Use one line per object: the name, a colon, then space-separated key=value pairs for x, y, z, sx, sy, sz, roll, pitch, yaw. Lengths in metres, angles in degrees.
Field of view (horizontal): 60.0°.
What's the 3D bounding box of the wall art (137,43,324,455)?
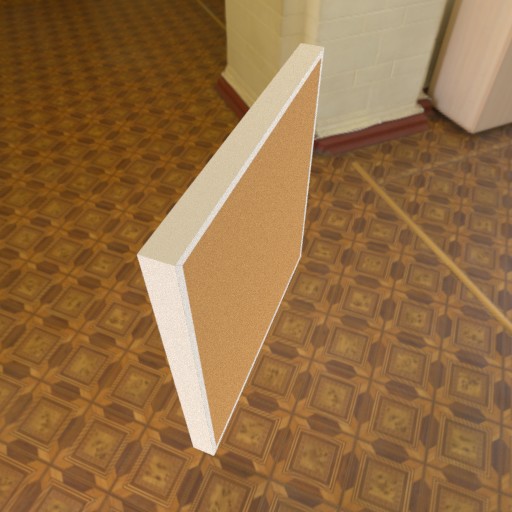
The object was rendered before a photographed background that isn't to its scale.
wall art: x=0.000 y=0.000 z=0.757 sx=0.040 sy=0.509 sz=0.509 roll=16 pitch=50 yaw=14
